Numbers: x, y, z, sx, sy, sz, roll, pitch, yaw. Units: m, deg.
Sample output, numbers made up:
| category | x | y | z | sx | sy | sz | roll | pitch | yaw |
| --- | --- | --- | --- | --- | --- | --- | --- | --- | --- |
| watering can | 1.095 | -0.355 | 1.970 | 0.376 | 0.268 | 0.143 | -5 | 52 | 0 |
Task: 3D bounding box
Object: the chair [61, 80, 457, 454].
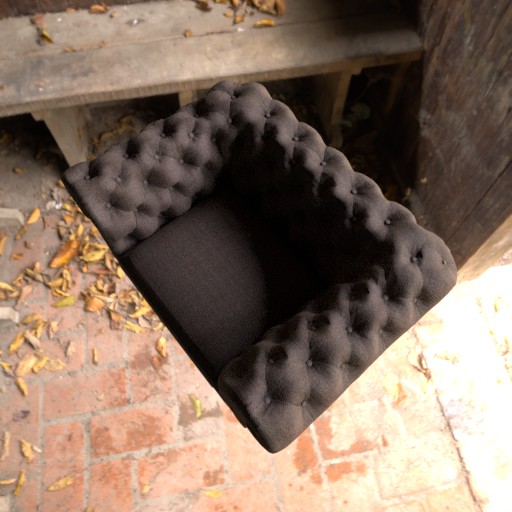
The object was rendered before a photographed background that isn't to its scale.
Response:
| category | x | y | z | sx | sy | sz | roll | pitch | yaw |
| --- | --- | --- | --- | --- | --- | --- | --- | --- | --- |
| chair | 0.000 | 0.000 | 1.887 | 0.945 | 0.780 | 1.298 | -36 | 68 | -17 |
